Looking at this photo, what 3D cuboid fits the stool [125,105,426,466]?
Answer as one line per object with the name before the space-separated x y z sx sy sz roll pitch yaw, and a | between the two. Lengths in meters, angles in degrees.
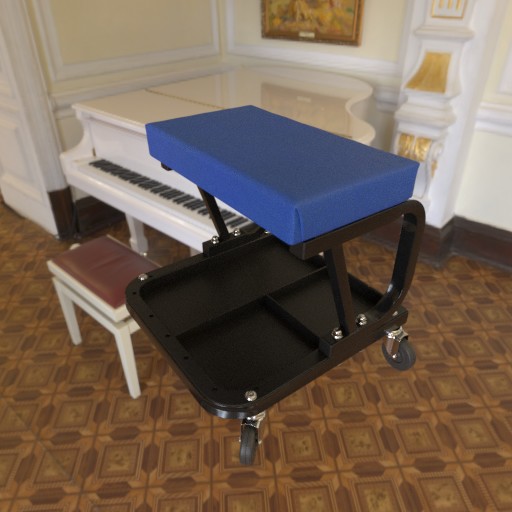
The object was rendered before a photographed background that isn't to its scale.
stool | 0.000 0.000 0.723 0.371 0.380 0.446 -22 38 -30
